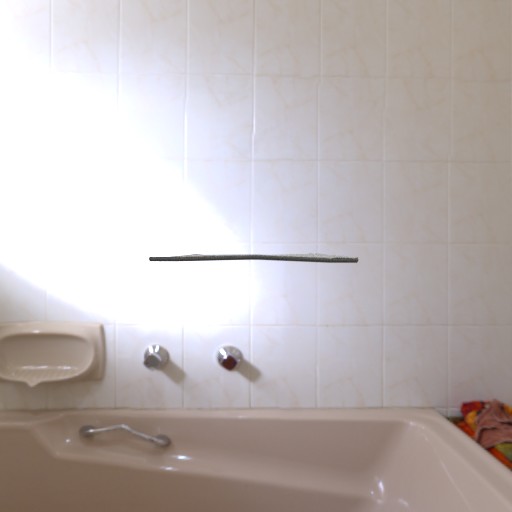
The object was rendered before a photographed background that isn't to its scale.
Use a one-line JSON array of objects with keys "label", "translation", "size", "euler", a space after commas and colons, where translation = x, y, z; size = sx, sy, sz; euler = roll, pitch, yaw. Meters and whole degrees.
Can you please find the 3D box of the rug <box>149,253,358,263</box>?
[{"label": "rug", "translation": [0.000, 0.000, 2.585], "size": [0.675, 0.037, 2.341], "euler": [0, 0, 0]}]
